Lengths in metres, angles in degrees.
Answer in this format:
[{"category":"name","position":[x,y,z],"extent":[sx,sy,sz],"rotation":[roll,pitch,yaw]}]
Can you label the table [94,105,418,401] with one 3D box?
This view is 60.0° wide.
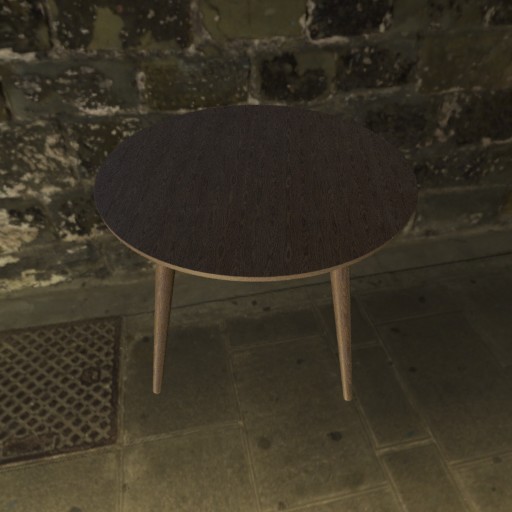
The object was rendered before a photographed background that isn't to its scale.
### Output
[{"category":"table","position":[0.000,0.000,1.749],"extent":[1.053,0.786,1.053],"rotation":[0,41,0]}]
